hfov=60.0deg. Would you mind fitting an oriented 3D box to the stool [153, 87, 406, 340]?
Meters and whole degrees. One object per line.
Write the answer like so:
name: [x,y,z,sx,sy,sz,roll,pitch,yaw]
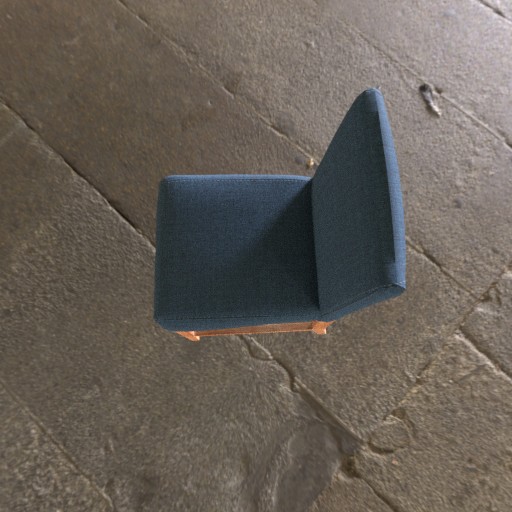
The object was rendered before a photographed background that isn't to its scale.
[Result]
stool: [0.000,0.000,1.351,0.567,1.039,0.454,-2,75,-1]
